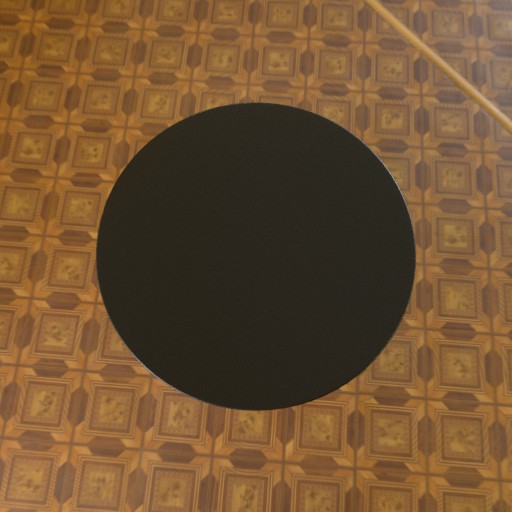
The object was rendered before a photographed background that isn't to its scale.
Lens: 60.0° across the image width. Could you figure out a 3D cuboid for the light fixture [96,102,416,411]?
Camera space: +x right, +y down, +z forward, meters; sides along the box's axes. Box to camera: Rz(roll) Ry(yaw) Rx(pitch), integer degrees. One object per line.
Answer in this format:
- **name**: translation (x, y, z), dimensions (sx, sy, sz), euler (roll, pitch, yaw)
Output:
- **light fixture**: translation (0.000, 0.000, 0.435), dimensions (0.283, 0.097, 0.283), euler (0, 75, 0)
